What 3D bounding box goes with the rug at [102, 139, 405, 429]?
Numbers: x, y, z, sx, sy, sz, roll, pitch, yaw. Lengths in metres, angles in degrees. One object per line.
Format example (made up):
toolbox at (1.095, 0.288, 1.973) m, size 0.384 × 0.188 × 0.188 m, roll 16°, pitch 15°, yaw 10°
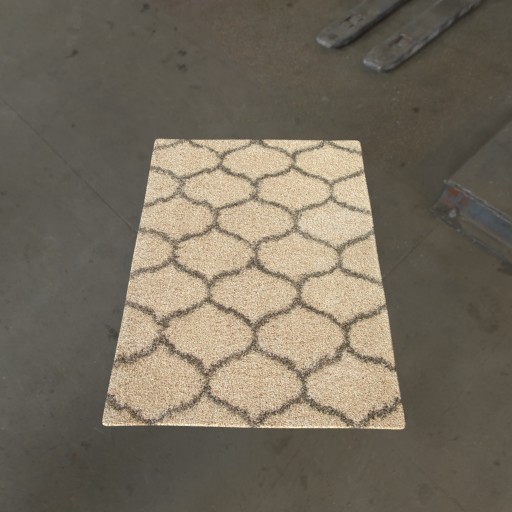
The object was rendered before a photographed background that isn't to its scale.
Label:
rug at (0.000, 0.000, 2.174) m, size 1.200 × 0.025 × 1.600 m, roll 1°, pitch 58°, yaw 0°
